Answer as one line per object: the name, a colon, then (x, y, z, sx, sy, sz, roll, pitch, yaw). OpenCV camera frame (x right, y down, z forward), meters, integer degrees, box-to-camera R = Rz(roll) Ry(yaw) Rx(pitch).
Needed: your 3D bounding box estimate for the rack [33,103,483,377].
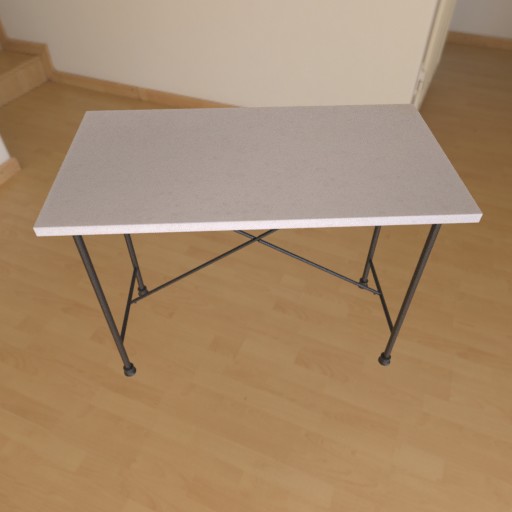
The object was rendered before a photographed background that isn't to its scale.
rack: (0.000, 0.000, 1.666, 1.159, 0.880, 0.613, -2, 45, -2)
